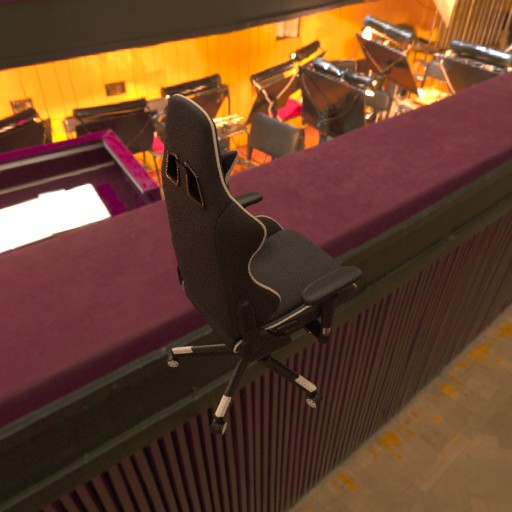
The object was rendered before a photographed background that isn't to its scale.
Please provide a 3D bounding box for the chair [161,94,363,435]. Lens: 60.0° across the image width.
[{"bbox_3d":[0.000,0.000,1.630,0.700,1.240,0.700,-24,45,-26],"label":"chair"}]
